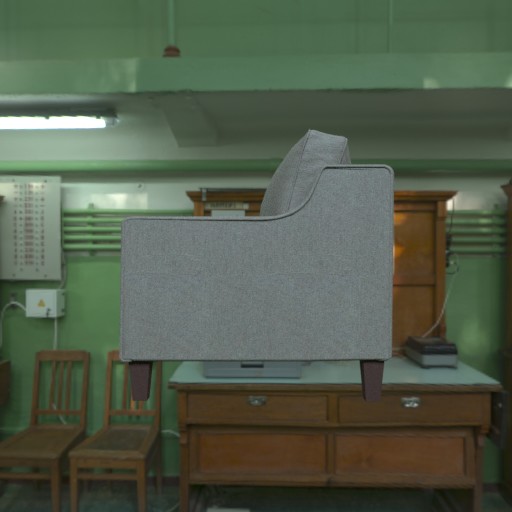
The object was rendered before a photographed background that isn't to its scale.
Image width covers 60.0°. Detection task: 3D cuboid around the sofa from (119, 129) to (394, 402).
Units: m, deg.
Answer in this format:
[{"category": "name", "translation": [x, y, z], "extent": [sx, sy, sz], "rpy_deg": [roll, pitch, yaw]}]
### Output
[{"category": "sofa", "translation": [0.000, 0.000, 2.745], "extent": [1.073, 1.074, 2.181], "rpy_deg": [0, 1, 0]}]
